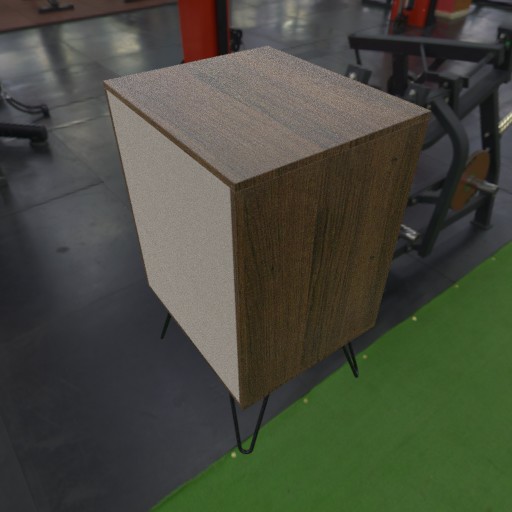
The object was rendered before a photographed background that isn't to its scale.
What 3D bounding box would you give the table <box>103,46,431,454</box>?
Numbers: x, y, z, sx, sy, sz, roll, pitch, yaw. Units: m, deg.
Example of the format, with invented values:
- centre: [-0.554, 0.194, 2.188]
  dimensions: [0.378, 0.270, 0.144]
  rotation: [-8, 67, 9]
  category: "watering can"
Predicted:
- centre: [0.000, 0.000, 1.185]
  dimensions: [0.457, 0.866, 0.526]
  rotation: [-25, 47, -26]
  category: "table"
